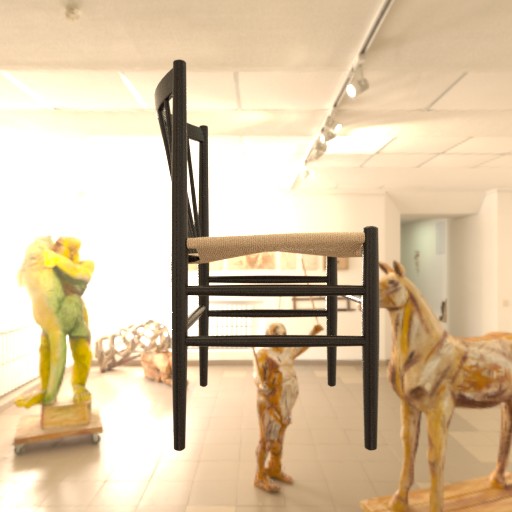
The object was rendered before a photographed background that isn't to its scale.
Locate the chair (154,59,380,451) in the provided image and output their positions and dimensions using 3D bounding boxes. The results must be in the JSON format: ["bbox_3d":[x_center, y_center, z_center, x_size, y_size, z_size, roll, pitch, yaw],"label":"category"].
[{"bbox_3d":[0.000,0.000,1.161,0.516,0.818,0.495,0,0,0],"label":"chair"}]
